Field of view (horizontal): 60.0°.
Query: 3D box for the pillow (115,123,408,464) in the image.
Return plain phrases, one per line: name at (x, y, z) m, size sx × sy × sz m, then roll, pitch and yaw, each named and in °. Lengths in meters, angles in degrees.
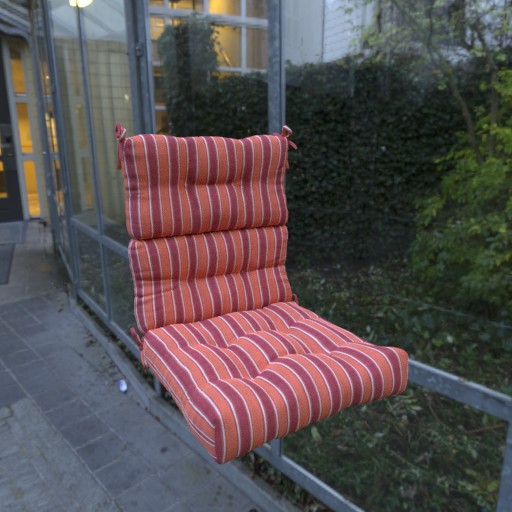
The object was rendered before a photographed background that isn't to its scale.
pillow at (0.000, 0.000, 1.030) m, size 0.519 × 0.605 × 0.571 m, roll -8°, pitch 16°, yaw -29°
